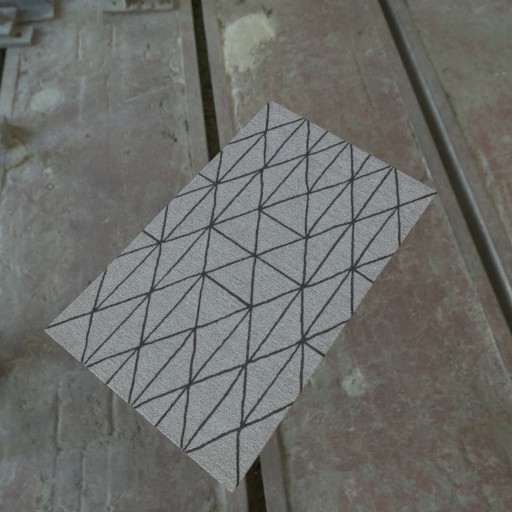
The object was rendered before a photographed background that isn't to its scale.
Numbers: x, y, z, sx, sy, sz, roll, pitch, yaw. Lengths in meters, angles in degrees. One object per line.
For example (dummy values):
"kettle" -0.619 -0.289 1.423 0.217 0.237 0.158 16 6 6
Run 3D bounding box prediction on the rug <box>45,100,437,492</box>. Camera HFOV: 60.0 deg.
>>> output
"rug" 0.000 0.000 3.057 1.526 0.008 2.465 34 69 15
